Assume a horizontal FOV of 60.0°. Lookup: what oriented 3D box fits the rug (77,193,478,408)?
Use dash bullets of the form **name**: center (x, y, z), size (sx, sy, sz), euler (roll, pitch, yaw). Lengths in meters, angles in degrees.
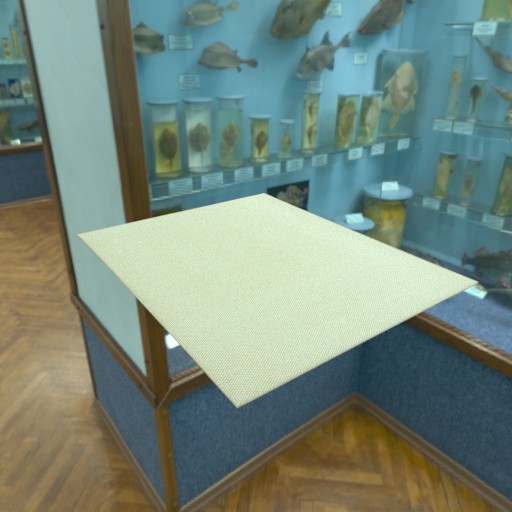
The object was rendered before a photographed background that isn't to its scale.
- **rug**: center (0.000, 0.000, 4.198), size (2.462, 0.018, 3.039), euler (-17, 31, -32)
